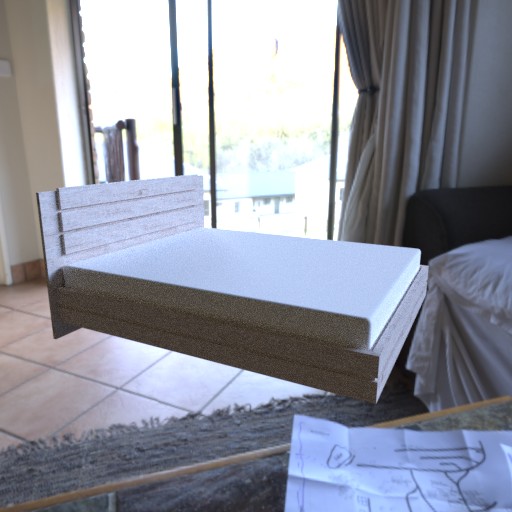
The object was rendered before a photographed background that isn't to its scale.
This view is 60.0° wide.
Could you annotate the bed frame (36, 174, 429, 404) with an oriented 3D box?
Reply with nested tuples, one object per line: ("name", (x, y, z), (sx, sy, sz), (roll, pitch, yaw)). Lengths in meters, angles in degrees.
("bed frame", (0.000, 0.000, 3.071), (2.080, 0.970, 1.750), (7, 16, 27))
